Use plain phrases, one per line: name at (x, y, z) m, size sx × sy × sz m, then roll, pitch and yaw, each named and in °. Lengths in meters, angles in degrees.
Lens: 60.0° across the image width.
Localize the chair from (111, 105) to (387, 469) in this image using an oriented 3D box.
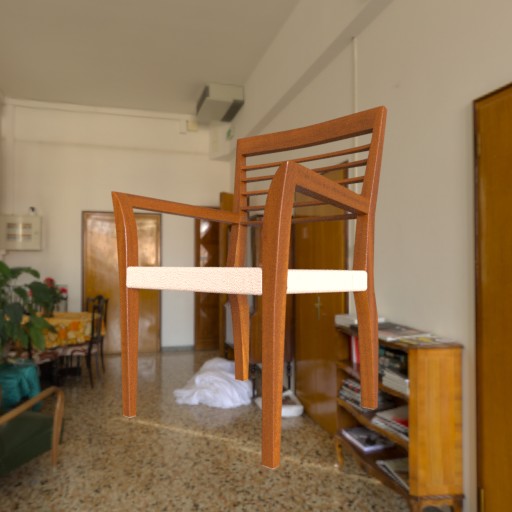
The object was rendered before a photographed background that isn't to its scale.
chair at (0.000, 0.000, 1.238) m, size 0.587 × 0.855 × 0.540 m, roll -1°, pitch -1°, yaw 39°
